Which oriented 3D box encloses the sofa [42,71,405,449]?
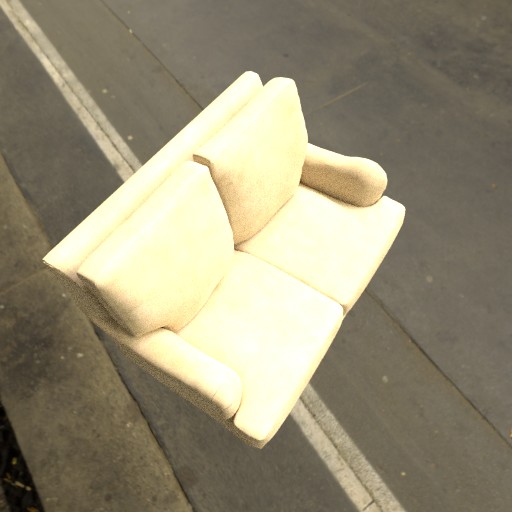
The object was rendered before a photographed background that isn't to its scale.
[{"bbox_3d":[0.000,0.000,2.264,1.086,1.087,1.498,30,63,17],"label":"sofa"}]
